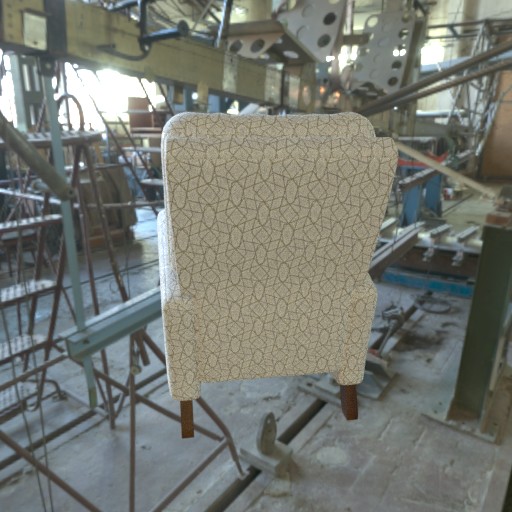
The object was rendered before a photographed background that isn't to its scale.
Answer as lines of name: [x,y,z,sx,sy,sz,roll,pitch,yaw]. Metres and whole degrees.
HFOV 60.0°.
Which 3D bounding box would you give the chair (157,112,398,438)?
chair: [0.000,0.000,1.750,0.796,1.064,0.995,-3,16,-9]
